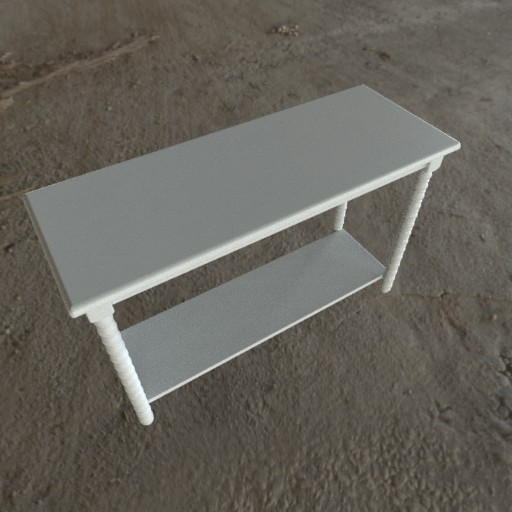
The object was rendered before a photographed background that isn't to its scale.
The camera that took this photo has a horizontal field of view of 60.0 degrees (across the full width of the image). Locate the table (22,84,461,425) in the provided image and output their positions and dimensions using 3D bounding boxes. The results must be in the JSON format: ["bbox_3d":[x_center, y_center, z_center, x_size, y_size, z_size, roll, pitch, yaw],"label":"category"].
[{"bbox_3d":[0.000,0.000,1.522,1.184,0.740,0.459,-24,52,-21],"label":"table"}]
